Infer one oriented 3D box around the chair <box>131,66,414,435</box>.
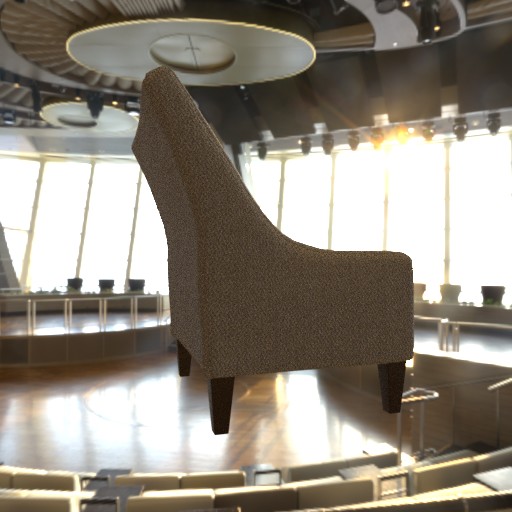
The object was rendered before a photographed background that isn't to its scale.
[{"bbox_3d":[0.000,0.000,1.650,0.870,1.014,0.774,0,-1,-18],"label":"chair"}]
